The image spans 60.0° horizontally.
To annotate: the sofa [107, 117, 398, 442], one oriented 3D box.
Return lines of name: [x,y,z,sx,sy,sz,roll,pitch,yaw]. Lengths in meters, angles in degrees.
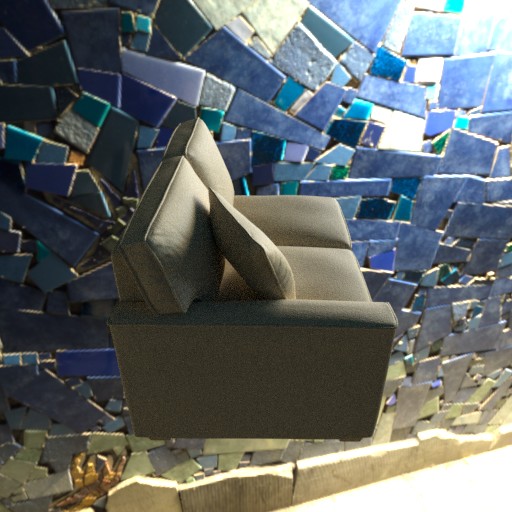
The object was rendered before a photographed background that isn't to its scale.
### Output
sofa: [0.000,0.000,2.123,0.991,0.989,1.388,0,31,0]
